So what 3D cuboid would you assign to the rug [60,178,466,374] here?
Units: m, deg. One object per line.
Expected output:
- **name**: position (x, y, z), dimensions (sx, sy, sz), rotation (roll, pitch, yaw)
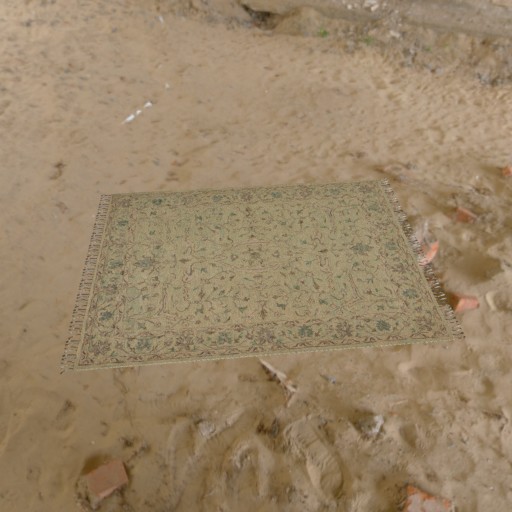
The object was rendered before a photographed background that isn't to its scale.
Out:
- **rug**: position (0.000, 0.000, 2.368), dimensions (1.802, 0.008, 1.247), rotation (-4, 46, -4)
